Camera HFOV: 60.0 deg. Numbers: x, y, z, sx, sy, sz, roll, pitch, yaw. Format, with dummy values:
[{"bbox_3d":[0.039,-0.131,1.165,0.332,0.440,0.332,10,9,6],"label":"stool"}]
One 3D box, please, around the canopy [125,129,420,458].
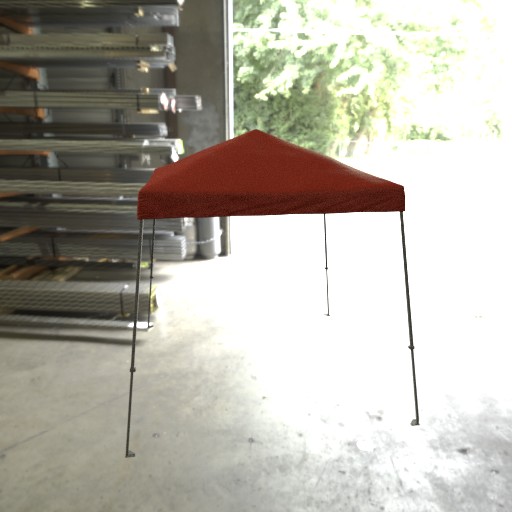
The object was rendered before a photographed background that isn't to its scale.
[{"bbox_3d":[0.000,0.000,5.173,2.849,2.850,2.850,-3,16,-9],"label":"canopy"}]
